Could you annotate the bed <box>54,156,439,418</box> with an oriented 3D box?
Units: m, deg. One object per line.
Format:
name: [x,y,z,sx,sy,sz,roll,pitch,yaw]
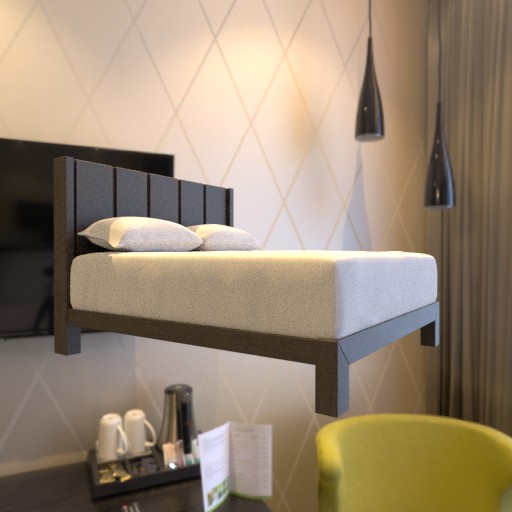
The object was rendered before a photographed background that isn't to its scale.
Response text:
bed: [0.000,0.000,3.023,1.992,1.261,1.735,0,1,35]
